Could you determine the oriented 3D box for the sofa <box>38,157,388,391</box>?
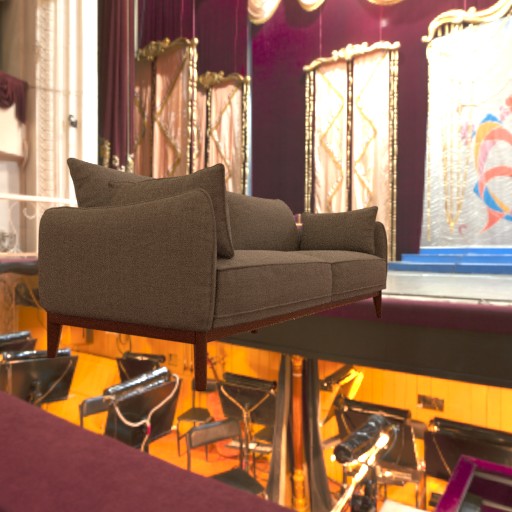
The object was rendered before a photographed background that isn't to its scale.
[{"bbox_3d":[0.000,0.000,2.423,0.972,0.851,1.989,0,1,33],"label":"sofa"}]
